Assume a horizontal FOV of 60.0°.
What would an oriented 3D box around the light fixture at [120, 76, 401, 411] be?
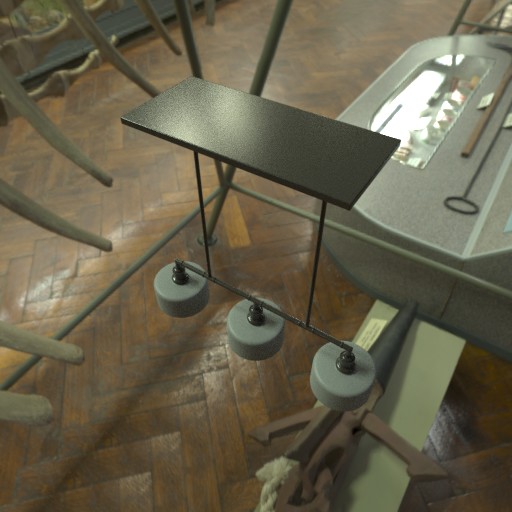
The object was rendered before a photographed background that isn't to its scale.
[{"bbox_3d":[0.000,0.000,0.870,0.582,0.557,0.177,25,51,22],"label":"light fixture"}]
